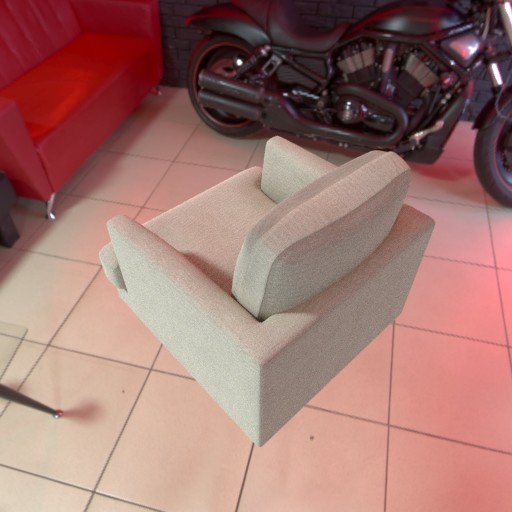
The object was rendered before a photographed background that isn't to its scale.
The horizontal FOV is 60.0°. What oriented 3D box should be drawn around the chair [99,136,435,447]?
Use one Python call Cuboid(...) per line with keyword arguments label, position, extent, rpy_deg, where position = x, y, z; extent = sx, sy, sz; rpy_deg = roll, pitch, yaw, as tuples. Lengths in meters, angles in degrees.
Cuboid(label="chair", position=(0.000, 0.000, 1.659), extent=(0.858, 0.957, 0.899), rpy_deg=(-34, 54, -29))
